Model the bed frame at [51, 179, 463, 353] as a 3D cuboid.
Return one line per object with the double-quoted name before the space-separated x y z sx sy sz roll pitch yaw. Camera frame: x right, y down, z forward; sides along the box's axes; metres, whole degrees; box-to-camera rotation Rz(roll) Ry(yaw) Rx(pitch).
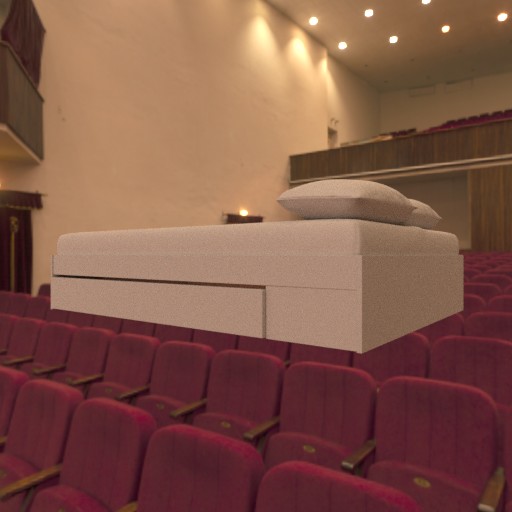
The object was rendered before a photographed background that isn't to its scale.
"bed frame" 0.000 0.000 2.601 1.950 0.629 1.450 0 0 37
